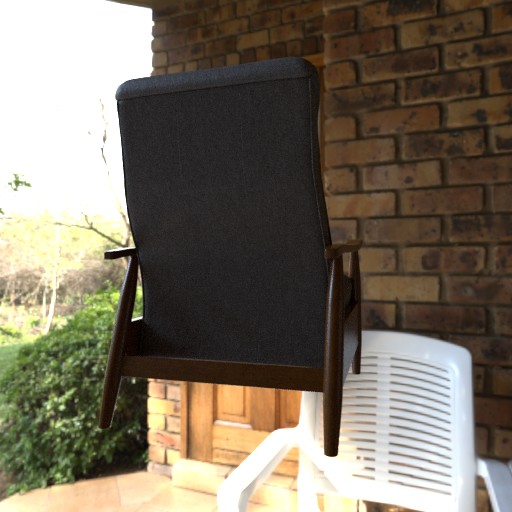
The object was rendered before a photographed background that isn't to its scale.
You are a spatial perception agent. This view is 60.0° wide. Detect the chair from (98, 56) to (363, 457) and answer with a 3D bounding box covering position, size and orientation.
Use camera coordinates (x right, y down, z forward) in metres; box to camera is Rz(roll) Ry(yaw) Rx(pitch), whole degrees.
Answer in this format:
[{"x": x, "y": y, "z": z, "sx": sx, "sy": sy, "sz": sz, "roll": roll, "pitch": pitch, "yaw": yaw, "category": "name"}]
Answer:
[{"x": 0.000, "y": 0.000, "z": 1.742, "sx": 0.762, "sy": 1.081, "sz": 1.014, "roll": 0, "pitch": -2, "yaw": 17, "category": "chair"}]
